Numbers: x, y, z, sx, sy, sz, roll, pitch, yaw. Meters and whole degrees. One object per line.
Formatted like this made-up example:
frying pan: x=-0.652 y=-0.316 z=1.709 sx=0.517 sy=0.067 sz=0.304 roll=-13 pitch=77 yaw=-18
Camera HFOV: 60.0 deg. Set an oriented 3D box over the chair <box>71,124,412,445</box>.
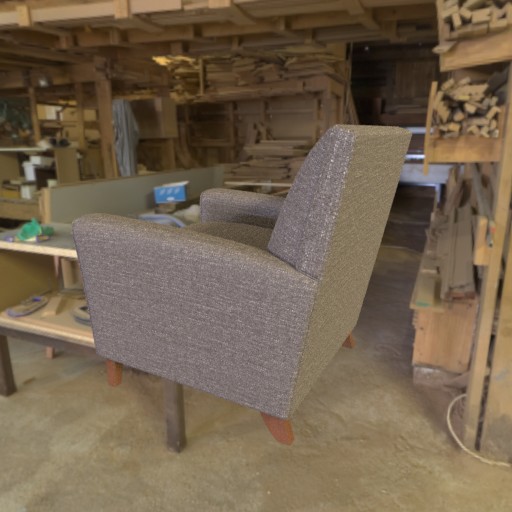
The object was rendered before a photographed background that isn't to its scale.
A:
chair: x=0.000 y=0.000 z=1.577 sx=0.875 sy=0.885 sz=0.838 roll=8 pitch=18 yaw=26
